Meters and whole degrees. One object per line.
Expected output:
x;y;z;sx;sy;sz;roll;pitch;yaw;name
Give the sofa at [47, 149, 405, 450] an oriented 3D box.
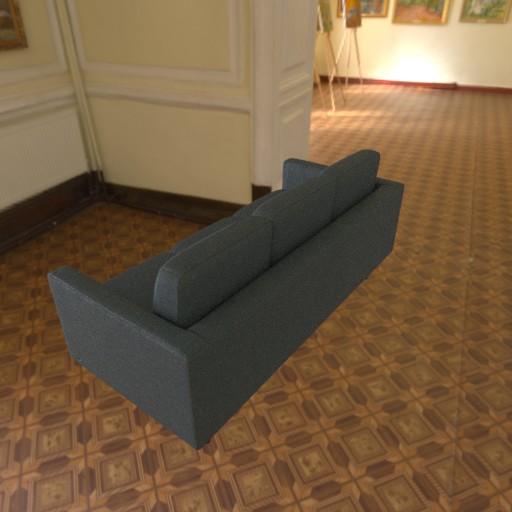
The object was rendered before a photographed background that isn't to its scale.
0.000;0.000;2.576;0.935;0.945;2.013;21;37;31;sofa
